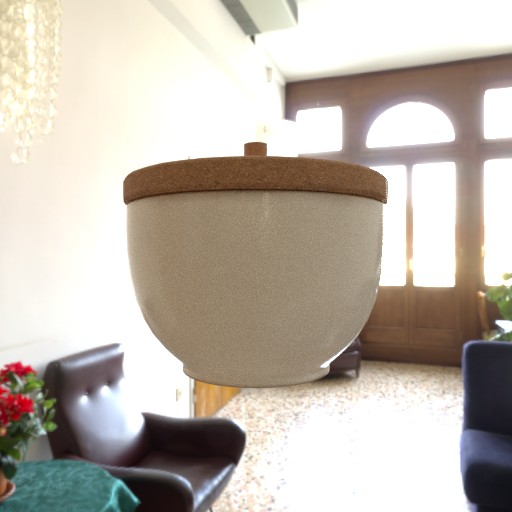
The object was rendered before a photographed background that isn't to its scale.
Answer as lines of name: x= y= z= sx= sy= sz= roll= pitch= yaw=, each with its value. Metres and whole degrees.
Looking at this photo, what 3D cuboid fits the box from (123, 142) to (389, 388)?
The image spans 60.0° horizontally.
box: x=0.000 y=0.000 z=0.187 sx=0.107 sy=0.094 sz=0.107 roll=0 pitch=0 yaw=0
